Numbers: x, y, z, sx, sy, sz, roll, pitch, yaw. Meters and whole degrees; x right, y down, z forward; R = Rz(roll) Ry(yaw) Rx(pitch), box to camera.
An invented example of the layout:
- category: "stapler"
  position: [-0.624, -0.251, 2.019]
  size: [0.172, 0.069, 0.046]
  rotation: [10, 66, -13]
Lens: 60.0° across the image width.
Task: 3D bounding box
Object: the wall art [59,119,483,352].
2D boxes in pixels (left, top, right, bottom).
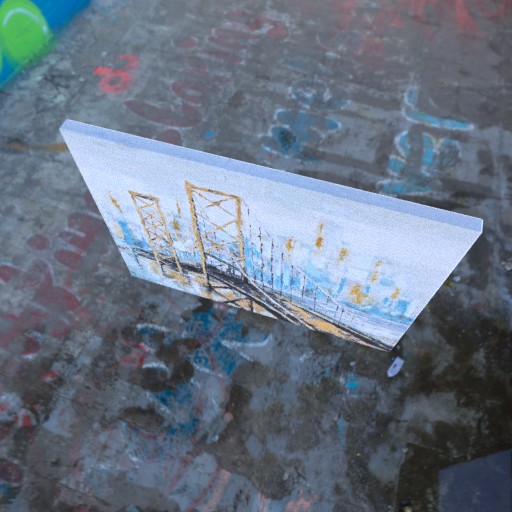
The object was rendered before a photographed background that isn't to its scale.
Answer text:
- category: "wall art"
  position: [0.000, 0.000, 1.349]
  size: [1.016, 0.762, 0.038]
  rotation: [15, 60, 9]
